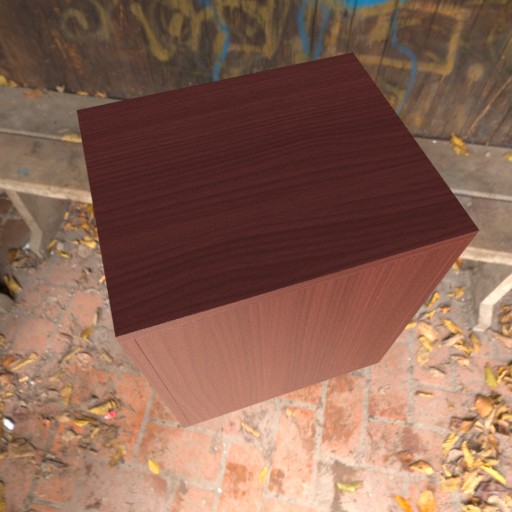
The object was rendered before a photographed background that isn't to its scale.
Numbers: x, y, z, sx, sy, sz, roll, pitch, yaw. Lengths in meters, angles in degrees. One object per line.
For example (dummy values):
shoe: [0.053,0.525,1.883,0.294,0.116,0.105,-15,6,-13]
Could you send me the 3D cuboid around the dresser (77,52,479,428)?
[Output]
dresser: [0.000,0.000,0.745,0.400,0.470,0.360,-16,60,-9]
